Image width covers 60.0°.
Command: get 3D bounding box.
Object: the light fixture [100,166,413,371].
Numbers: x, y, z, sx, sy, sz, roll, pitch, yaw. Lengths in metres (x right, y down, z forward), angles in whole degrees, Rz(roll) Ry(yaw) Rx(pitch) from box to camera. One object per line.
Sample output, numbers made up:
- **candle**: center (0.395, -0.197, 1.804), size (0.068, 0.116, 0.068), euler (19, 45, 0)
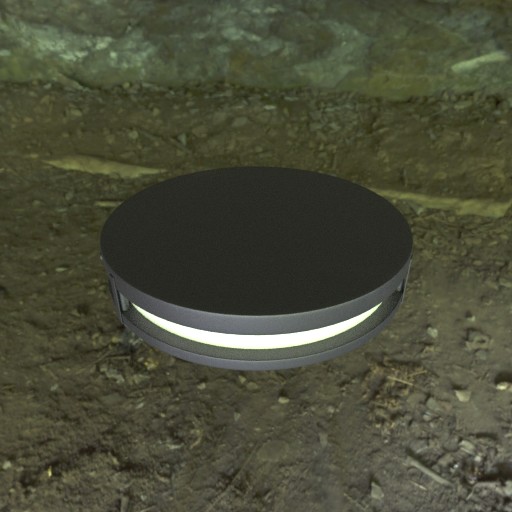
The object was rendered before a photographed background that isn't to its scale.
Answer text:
- **light fixture**: center (0.000, 0.000, 0.549), size (0.356, 0.102, 0.356), euler (0, 32, 0)
